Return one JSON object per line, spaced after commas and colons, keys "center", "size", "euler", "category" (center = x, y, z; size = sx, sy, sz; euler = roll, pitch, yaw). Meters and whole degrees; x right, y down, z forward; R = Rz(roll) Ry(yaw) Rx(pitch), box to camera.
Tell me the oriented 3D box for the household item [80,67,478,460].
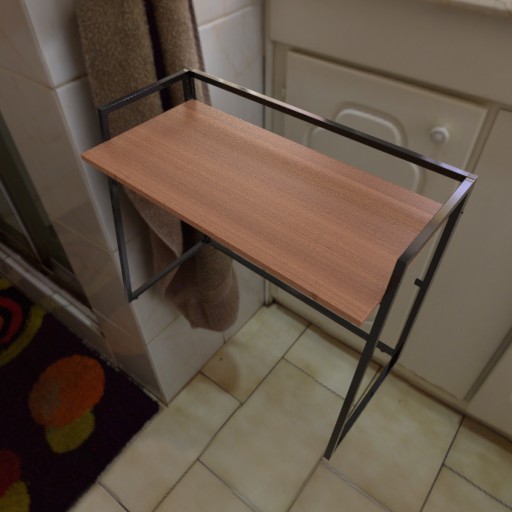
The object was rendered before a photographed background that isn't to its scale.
{"center": [0.000, 0.000, 1.527], "size": [1.050, 0.860, 0.510], "euler": [31, 53, 27], "category": "household item"}
